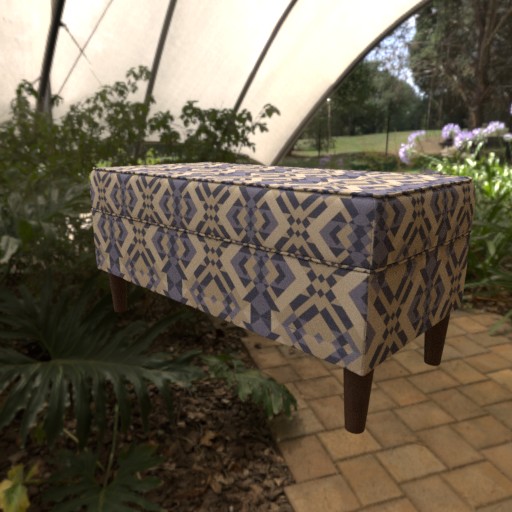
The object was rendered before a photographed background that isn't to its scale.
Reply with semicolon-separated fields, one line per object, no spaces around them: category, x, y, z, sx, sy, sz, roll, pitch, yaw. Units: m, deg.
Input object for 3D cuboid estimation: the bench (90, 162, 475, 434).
bench;0.000;0.000;1.269;1.016;0.477;0.492;14;20;42
